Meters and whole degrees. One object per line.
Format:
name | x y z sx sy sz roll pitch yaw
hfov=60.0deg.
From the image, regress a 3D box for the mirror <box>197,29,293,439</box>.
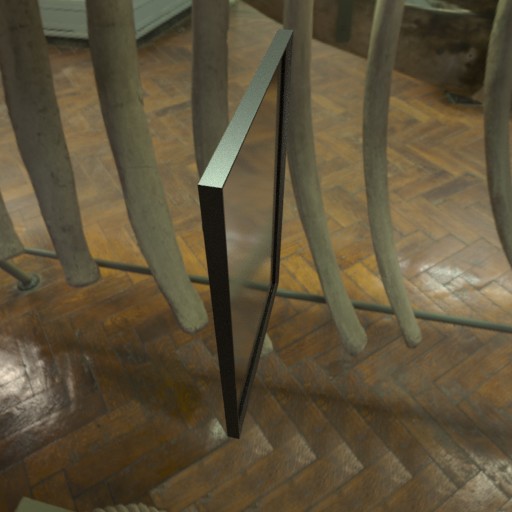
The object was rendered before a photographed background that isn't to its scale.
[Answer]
mirror | 0.000 0.000 1.164 0.041 0.915 0.609 9 47 9
